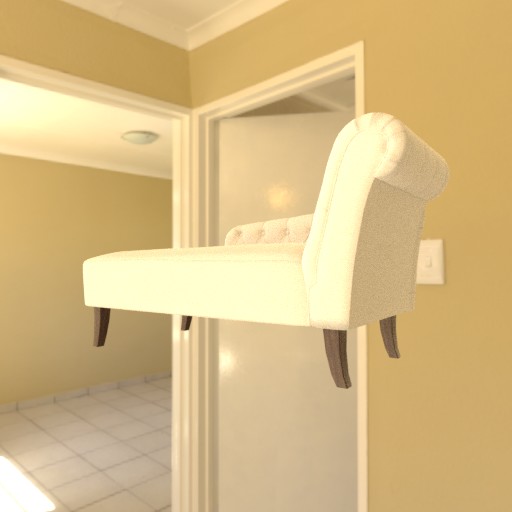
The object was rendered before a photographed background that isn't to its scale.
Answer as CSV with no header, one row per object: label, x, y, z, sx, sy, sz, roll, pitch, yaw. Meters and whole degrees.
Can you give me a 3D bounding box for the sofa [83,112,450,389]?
sofa,0.000,0.000,1.802,1.379,0.787,0.675,0,-1,35
